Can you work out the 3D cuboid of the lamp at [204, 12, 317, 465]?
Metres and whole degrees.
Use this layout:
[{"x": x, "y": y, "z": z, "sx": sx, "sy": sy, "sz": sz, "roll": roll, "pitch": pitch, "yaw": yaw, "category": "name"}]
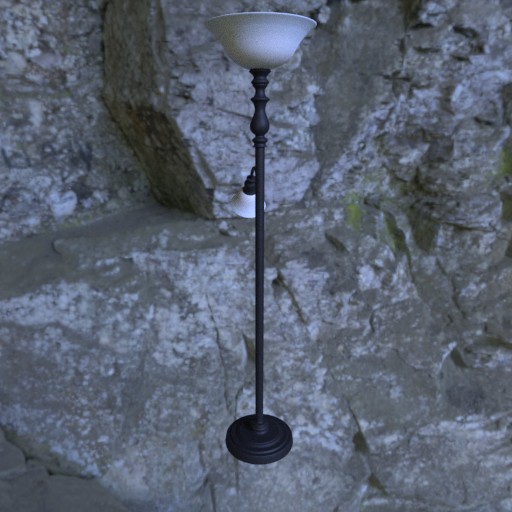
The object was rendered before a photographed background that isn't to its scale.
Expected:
[{"x": 0.000, "y": 0.000, "z": 1.946, "sx": 0.405, "sy": 1.793, "sz": 0.588, "roll": -3, "pitch": 17, "yaw": -9, "category": "lamp"}]
